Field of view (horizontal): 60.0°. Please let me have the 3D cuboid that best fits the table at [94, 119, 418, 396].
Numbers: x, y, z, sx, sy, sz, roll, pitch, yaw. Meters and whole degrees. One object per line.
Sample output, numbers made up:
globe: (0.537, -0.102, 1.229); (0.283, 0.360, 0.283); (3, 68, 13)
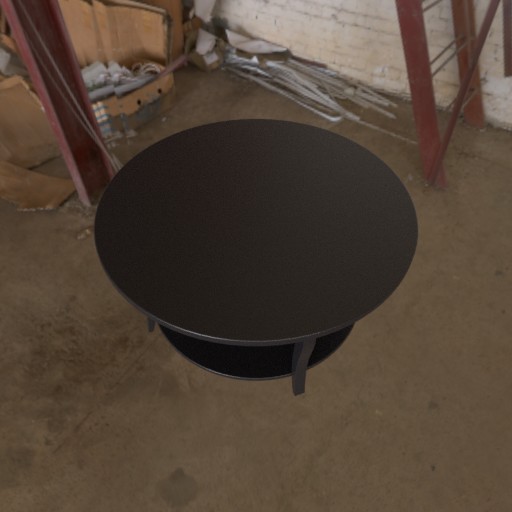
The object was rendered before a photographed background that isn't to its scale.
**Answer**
table: (0.000, 0.000, 1.453); (0.914, 0.457, 0.914); (0, 48, 0)
